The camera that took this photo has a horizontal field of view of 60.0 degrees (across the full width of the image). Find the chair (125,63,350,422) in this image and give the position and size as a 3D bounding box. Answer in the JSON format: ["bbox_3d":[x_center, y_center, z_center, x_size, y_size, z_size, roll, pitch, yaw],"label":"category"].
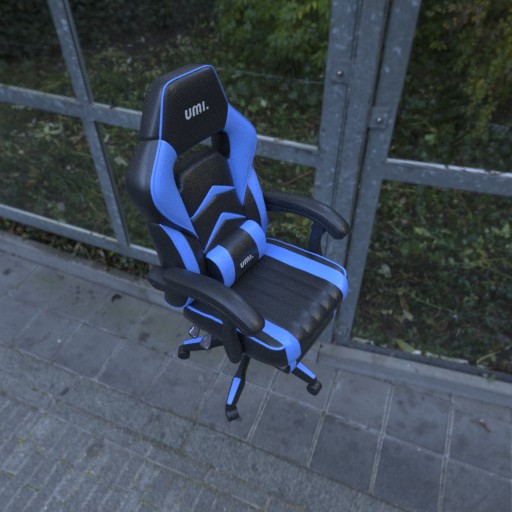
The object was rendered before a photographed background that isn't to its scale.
[{"bbox_3d":[0.000,0.000,1.703,0.700,1.280,0.700,26,48,26],"label":"chair"}]
